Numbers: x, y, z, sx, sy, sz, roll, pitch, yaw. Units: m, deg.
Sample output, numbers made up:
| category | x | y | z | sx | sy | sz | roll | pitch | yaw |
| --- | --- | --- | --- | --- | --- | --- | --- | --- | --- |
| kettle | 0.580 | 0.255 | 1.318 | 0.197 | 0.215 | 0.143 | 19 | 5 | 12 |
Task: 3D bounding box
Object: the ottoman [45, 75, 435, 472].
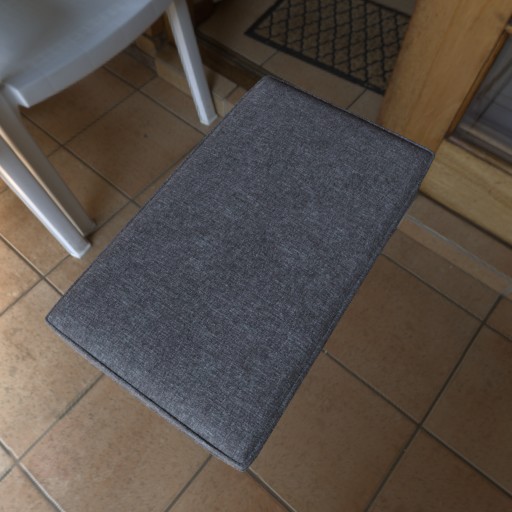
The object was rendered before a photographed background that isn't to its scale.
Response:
| category | x | y | z | sx | sy | sz | roll | pitch | yaw |
| --- | --- | --- | --- | --- | --- | --- | --- | --- | --- |
| ottoman | 0.000 | 0.000 | 1.535 | 0.717 | 0.487 | 1.184 | 31 | 67 | 14 |
